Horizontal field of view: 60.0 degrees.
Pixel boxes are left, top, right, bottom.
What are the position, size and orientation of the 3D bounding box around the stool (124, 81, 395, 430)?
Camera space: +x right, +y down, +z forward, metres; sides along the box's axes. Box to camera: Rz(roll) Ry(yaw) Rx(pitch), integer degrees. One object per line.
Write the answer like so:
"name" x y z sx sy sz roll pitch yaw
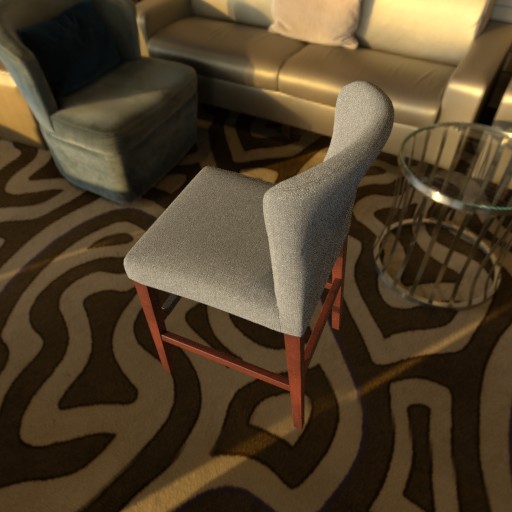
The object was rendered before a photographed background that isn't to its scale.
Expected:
"stool" 0.000 0.000 1.270 0.568 0.968 0.479 18 49 16
